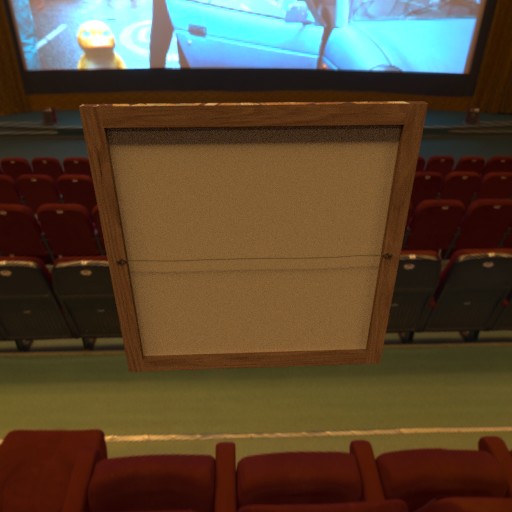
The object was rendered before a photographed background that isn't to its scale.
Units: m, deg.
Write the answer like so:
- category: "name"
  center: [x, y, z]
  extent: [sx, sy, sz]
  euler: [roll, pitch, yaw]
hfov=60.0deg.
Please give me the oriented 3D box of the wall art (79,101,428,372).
- category: "wall art"
  center: [0.000, 0.000, 1.154]
  extent: [0.757, 0.762, 0.028]
  euler: [-1, 29, -2]
